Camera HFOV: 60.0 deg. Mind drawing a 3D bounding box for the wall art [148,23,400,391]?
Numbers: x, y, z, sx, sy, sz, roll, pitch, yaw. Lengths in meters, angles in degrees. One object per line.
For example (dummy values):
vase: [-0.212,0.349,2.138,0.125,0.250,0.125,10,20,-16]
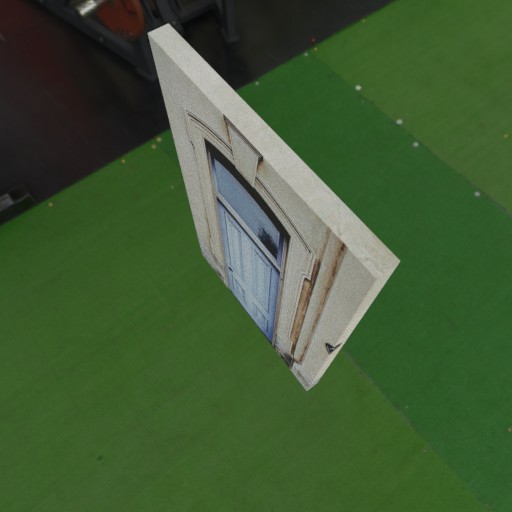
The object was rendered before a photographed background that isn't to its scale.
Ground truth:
wall art: [0.000,0.000,0.936,0.038,0.764,0.508,-34,69,-15]
